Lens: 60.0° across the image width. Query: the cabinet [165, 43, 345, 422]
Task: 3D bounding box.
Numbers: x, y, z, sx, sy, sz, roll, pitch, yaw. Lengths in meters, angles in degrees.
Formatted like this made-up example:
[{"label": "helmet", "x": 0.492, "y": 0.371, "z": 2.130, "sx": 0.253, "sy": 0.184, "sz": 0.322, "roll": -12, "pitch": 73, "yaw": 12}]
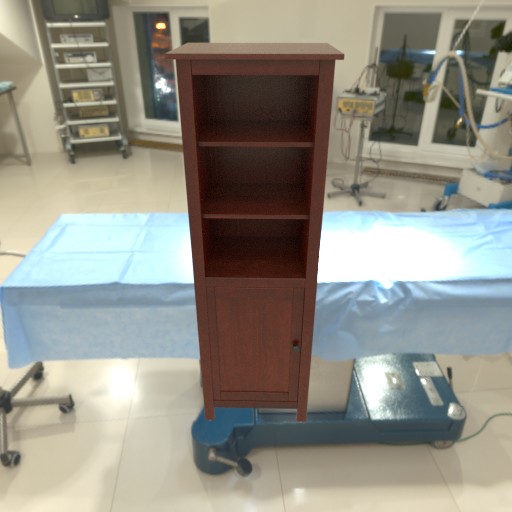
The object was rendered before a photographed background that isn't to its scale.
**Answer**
[{"label": "cabinet", "x": 0.000, "y": 0.000, "z": 1.779, "sx": 0.500, "sy": 1.518, "sz": 0.401, "roll": 1, "pitch": 30, "yaw": 1}]
